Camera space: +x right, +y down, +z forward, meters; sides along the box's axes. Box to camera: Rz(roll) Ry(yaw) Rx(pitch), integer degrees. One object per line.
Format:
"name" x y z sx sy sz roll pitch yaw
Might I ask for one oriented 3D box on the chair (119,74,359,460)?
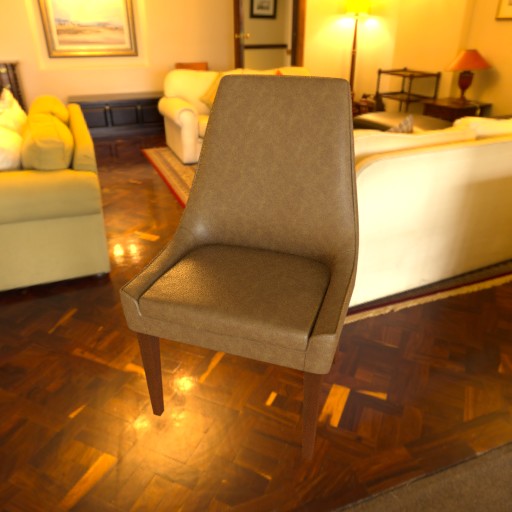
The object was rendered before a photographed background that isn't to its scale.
"chair" 0.000 0.000 1.193 0.529 0.861 0.544 9 29 17
